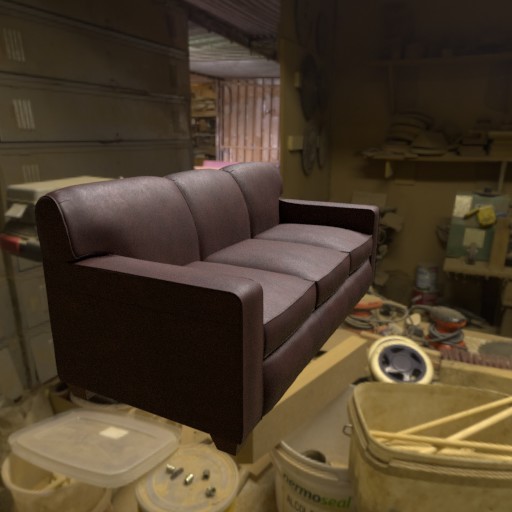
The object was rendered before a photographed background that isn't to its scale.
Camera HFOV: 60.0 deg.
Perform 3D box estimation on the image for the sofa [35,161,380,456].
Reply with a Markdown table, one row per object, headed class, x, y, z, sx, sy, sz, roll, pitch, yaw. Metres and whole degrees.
| class | x | y | z | sx | sy | sz | roll | pitch | yaw |
| --- | --- | --- | --- | --- | --- | --- | --- | --- | --- |
| sofa | 0.000 | 0.000 | 2.514 | 1.008 | 0.953 | 2.039 | 8 | 17 | 26 |
